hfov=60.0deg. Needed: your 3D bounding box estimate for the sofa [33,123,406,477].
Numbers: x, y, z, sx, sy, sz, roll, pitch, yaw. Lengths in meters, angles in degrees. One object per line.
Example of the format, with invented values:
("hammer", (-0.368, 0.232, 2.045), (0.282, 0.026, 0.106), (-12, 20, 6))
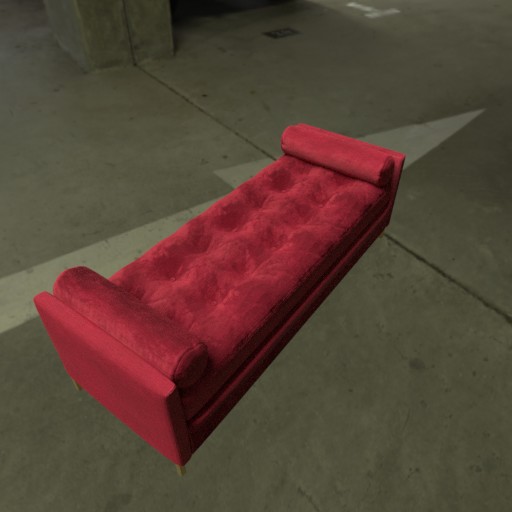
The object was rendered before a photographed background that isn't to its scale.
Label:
("sofa", (0.000, 0.000, 2.466), (0.796, 0.705, 2.102), (26, 47, 27))
